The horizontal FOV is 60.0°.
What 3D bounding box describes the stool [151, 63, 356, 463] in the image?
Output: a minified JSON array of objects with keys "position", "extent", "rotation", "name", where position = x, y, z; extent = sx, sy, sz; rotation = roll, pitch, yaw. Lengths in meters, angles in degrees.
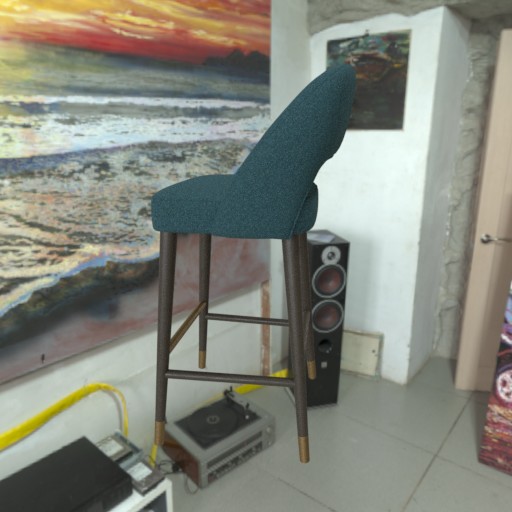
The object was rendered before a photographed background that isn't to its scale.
[{"position":[0.000,0.000,1.313],"extent":[0.522,1.032,0.536],"rotation":[3,16,9],"name":"stool"}]
